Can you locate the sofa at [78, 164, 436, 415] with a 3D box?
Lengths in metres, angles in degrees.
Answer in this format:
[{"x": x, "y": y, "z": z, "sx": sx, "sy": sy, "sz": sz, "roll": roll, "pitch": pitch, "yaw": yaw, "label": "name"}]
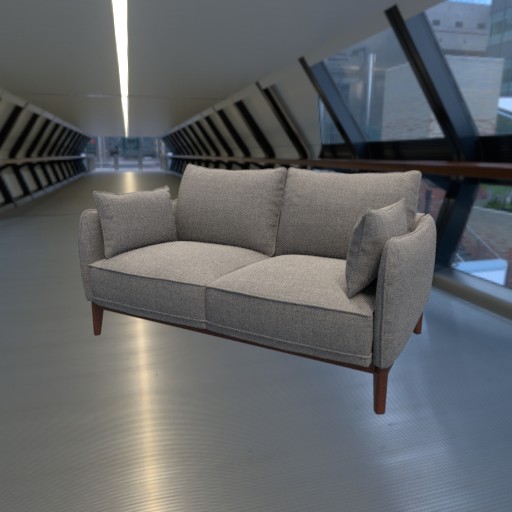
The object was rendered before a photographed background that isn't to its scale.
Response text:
[{"x": 0.000, "y": 0.000, "z": 2.199, "sx": 1.580, "sy": 0.851, "sz": 0.972, "roll": 7, "pitch": 16, "yaw": 28, "label": "sofa"}]
